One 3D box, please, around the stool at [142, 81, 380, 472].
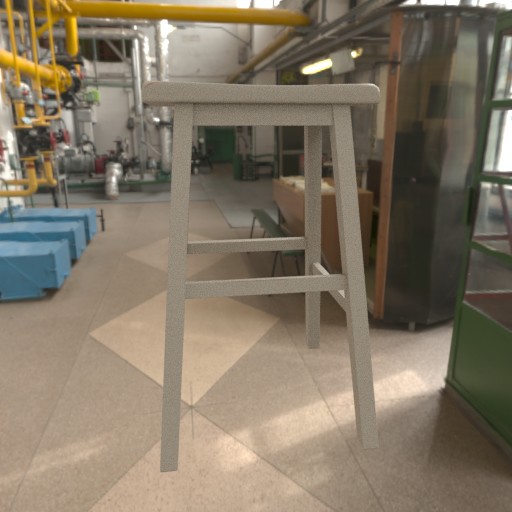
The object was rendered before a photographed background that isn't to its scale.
[{"bbox_3d":[0.000,0.000,1.032,0.457,0.737,0.476,-3,17,-8],"label":"stool"}]
